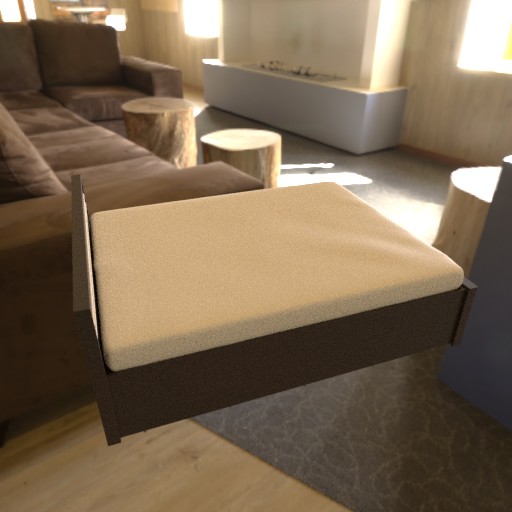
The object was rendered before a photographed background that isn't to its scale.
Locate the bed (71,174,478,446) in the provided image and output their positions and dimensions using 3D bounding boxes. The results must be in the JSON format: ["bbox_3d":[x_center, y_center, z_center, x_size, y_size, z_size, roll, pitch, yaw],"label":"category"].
[{"bbox_3d":[0.000,0.000,2.893,2.103,0.808,1.634,-10,32,-17],"label":"bed"}]
